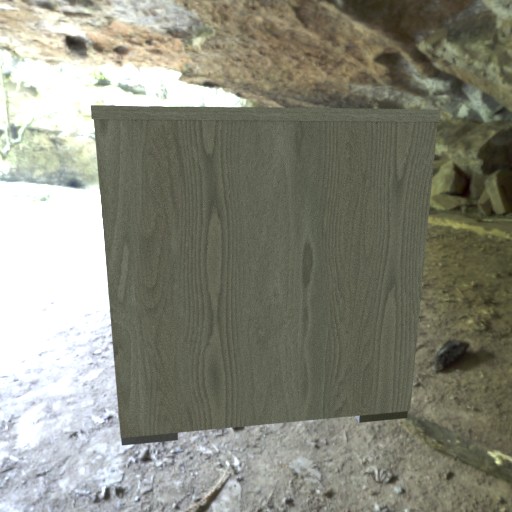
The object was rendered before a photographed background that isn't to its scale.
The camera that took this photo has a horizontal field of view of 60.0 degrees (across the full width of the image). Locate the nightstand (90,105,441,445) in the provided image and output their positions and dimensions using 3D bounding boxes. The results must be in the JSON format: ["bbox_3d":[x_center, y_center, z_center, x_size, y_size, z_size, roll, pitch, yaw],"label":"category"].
[{"bbox_3d":[0.000,0.000,0.763,0.442,0.461,0.325,-2,14,-8],"label":"nightstand"}]
